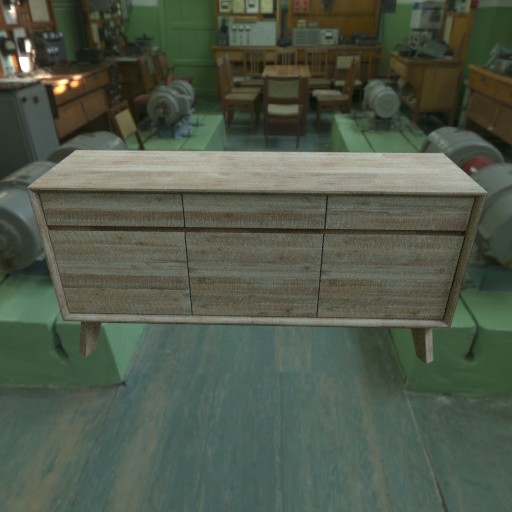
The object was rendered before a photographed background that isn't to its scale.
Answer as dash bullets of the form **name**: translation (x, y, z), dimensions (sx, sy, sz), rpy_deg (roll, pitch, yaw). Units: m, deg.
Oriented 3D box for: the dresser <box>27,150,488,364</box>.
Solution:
- **dresser**: translation (0.000, 0.000, 1.931), dimensions (1.602, 0.788, 0.455), rpy_deg (1, 30, 1)
